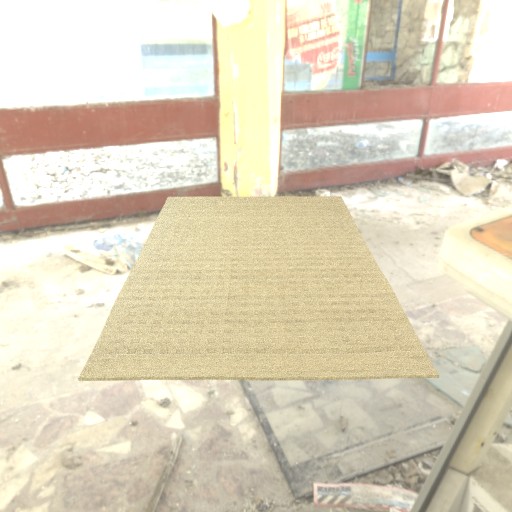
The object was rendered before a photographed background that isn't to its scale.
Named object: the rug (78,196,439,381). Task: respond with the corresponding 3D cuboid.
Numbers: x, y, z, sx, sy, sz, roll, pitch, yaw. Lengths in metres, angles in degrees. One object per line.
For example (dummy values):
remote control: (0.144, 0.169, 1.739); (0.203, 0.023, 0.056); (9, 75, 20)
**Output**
rug: (0.000, 0.000, 2.885); (1.532, 0.018, 2.297); (0, 27, -1)
